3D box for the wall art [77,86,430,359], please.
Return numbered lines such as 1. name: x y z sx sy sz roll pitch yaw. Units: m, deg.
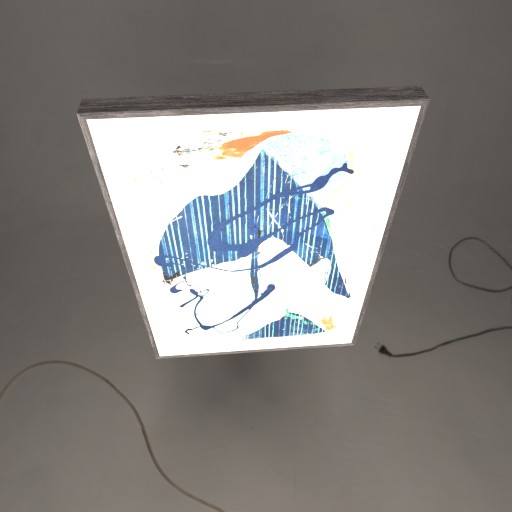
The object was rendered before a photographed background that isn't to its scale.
1. wall art: 0.000 0.000 1.346 0.762 1.016 0.063 -3 47 -3
